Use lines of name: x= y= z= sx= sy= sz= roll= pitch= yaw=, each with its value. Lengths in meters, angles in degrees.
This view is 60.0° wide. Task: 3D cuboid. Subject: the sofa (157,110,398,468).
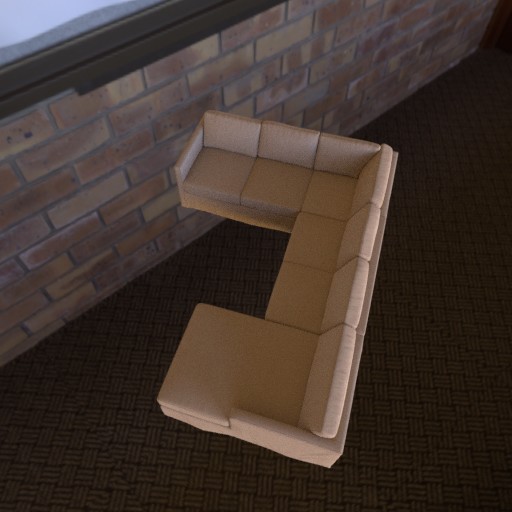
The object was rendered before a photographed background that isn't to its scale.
sofa: x=0.000 y=0.000 z=4.667 sx=2.427 sy=0.882 sz=3.460 roll=14 pitch=58 yaw=9
